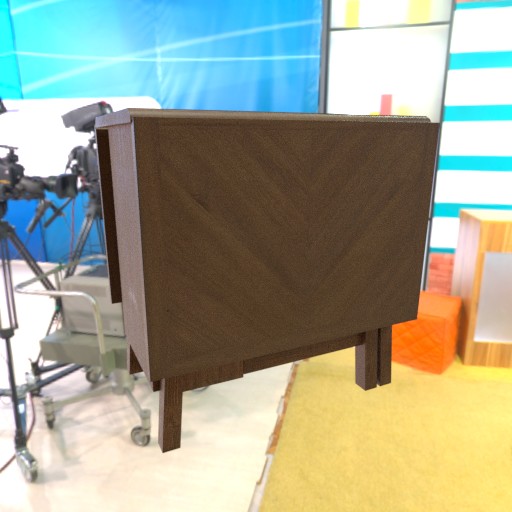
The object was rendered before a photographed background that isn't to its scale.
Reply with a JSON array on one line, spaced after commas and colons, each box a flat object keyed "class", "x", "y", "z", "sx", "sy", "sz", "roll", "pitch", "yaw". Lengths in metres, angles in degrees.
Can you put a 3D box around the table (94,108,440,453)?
[{"class": "table", "x": 0.000, "y": 0.000, "z": 1.637, "sx": 0.967, "sy": 0.981, "sz": 0.701, "roll": -7, "pitch": 17, "yaw": -25}]
